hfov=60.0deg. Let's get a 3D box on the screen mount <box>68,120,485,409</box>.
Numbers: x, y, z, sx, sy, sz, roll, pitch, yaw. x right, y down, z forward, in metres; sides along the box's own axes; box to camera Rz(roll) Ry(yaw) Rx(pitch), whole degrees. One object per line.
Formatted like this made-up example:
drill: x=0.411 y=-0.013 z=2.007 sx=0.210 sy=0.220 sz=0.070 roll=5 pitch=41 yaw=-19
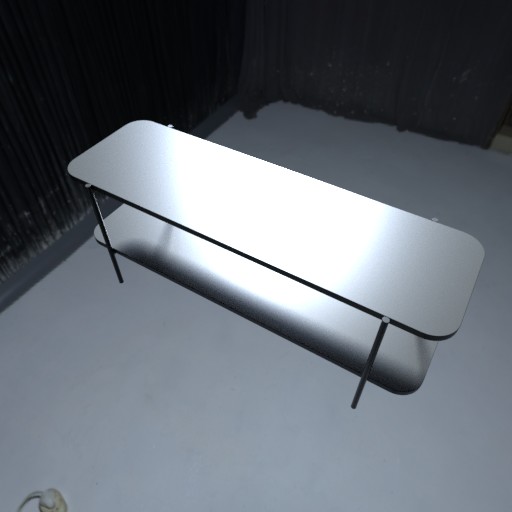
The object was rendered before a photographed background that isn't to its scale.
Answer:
screen mount: x=0.000 y=0.000 z=1.420 sx=1.200 sy=0.447 sz=0.400 roll=24 pitch=52 yaw=21
